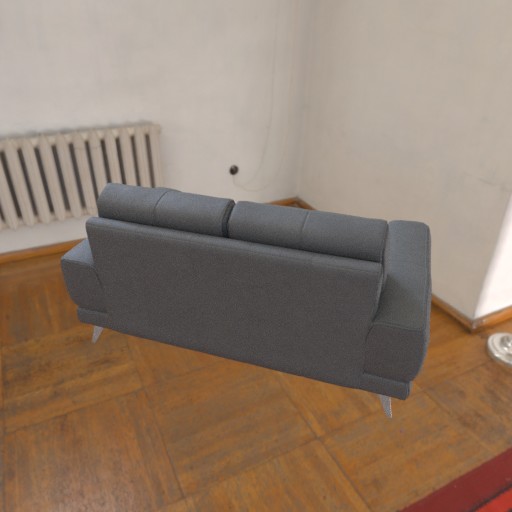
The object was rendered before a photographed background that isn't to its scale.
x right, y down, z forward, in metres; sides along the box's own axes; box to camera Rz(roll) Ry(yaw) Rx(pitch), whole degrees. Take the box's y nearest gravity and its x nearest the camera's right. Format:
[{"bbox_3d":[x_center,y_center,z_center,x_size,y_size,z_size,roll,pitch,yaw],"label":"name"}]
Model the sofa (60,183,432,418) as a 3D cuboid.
[{"bbox_3d":[0.000,0.000,2.421,1.806,0.907,1.018,10,32,16],"label":"sofa"}]
